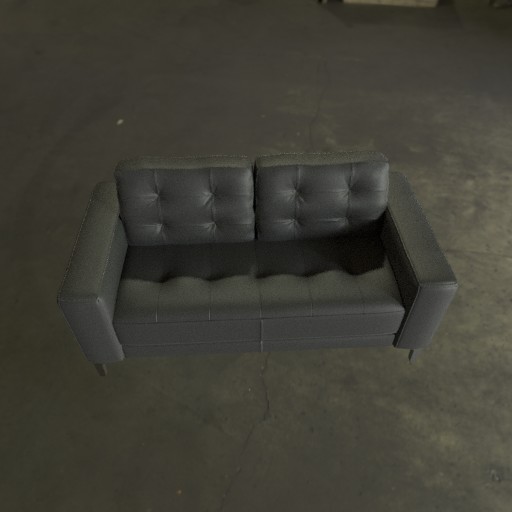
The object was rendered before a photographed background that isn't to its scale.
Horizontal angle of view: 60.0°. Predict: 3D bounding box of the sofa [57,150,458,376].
[{"bbox_3d":[0.000,0.000,2.258,1.726,0.893,0.833,-2,46,-2],"label":"sofa"}]
